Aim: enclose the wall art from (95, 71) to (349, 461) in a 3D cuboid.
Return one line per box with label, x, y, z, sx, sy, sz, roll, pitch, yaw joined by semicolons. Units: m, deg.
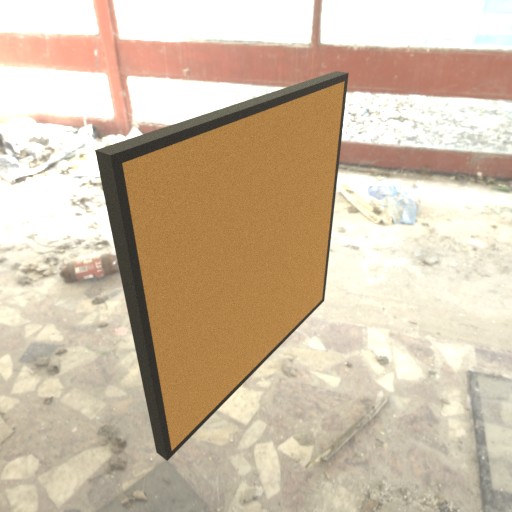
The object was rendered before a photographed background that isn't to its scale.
wall art;0.000;0.000;1.122;0.038;0.763;0.763;22;39;30
